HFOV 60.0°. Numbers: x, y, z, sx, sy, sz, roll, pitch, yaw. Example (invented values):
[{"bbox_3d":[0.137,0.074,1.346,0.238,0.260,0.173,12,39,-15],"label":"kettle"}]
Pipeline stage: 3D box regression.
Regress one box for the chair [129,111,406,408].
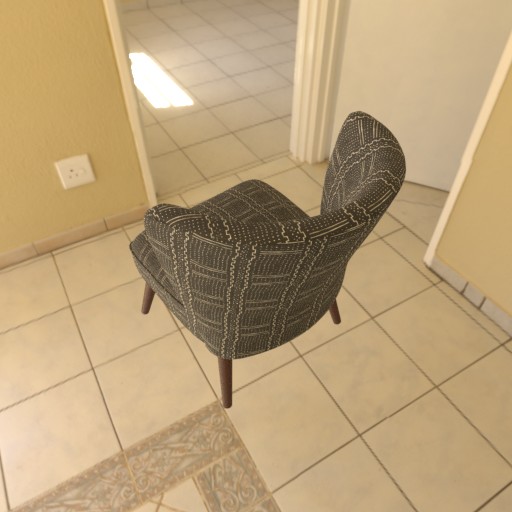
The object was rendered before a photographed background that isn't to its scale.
[{"bbox_3d":[0.000,0.000,1.423,0.710,0.866,0.758,-31,53,-26],"label":"chair"}]
